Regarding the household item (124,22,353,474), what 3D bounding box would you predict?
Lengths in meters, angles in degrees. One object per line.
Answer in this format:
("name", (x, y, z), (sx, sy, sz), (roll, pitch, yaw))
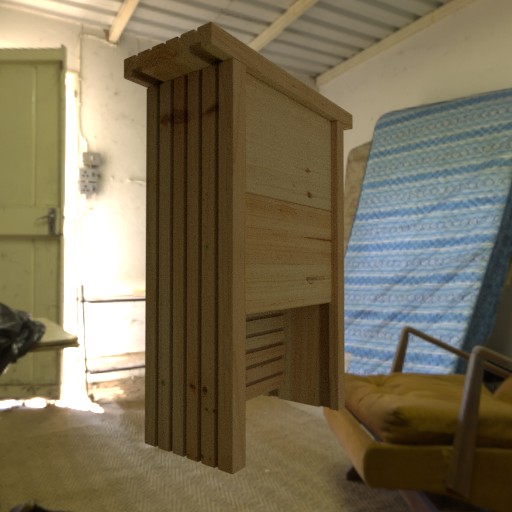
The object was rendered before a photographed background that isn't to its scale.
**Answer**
("household item", (0.000, 0.000, 0.543), (0.123, 0.407, 0.301), (-1, -2, 36))
